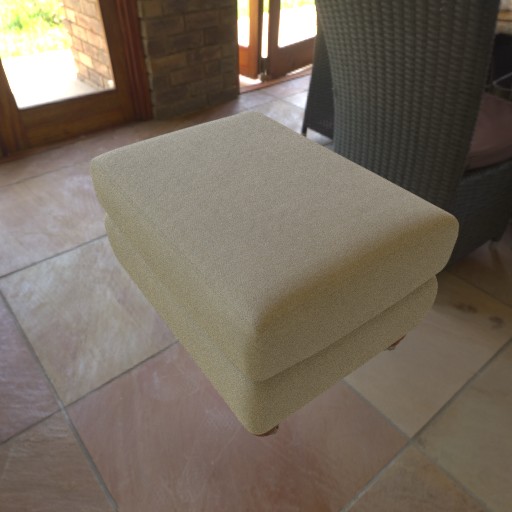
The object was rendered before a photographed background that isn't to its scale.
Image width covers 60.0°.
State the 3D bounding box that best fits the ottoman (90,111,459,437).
[{"bbox_3d":[0.000,0.000,1.175,0.569,0.504,0.773,-25,46,-27],"label":"ottoman"}]
